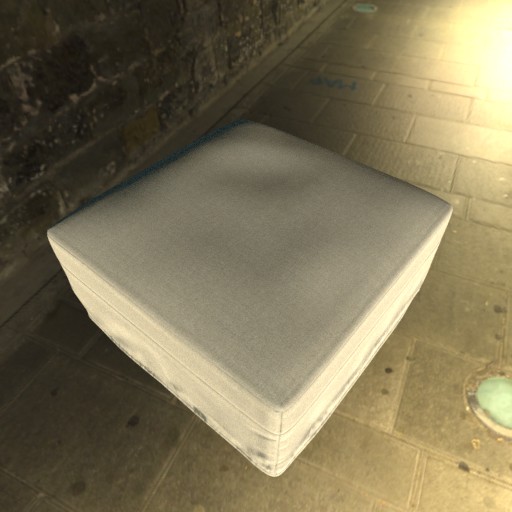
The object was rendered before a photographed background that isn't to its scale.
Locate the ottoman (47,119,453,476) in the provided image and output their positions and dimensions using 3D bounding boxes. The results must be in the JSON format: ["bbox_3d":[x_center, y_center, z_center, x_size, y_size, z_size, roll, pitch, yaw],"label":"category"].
[{"bbox_3d":[0.000,0.000,1.352,0.840,0.436,0.843,31,53,27],"label":"ottoman"}]
